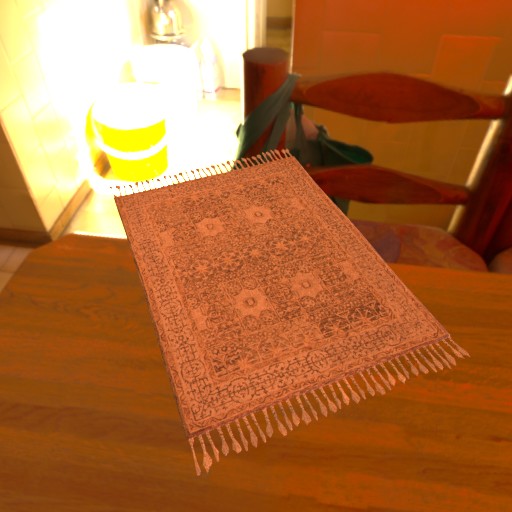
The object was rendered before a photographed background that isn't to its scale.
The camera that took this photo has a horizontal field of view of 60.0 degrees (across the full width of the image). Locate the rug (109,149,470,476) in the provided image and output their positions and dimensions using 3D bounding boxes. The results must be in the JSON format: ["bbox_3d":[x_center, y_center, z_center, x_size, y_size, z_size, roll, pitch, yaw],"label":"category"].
[{"bbox_3d":[0.000,0.000,3.063,1.619,0.023,2.465,-16,47,-16],"label":"rug"}]
